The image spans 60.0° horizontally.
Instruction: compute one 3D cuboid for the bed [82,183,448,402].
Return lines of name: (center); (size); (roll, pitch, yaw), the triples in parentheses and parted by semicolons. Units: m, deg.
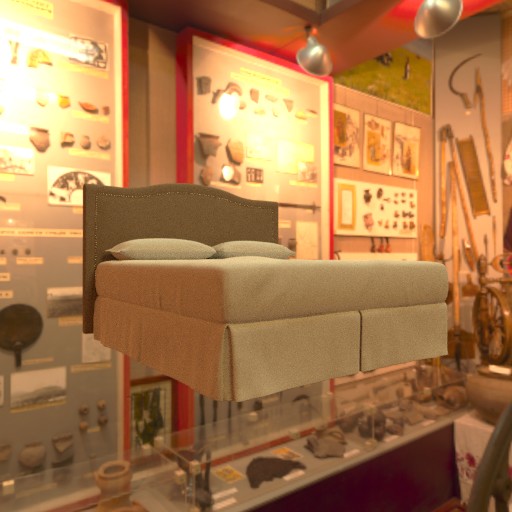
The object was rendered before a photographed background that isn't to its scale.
bed: (0.000, 0.000, 3.499); (2.083, 1.421, 2.182); (0, 0, -36)
